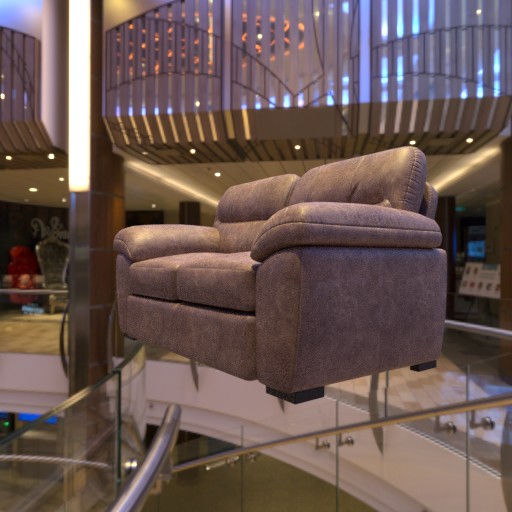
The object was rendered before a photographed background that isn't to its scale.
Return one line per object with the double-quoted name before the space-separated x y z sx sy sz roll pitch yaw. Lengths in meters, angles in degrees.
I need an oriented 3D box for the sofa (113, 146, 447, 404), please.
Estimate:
"sofa" 0.000 0.000 2.366 0.991 0.991 1.753 0 0 -37
